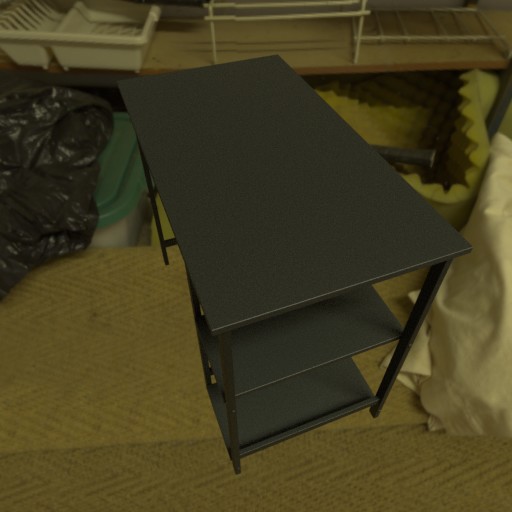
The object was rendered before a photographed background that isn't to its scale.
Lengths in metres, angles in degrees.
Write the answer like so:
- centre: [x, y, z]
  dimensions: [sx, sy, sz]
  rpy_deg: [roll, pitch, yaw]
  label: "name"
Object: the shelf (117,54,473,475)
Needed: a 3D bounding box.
- centre: [0.000, 0.000, 1.304]
  dimensions: [0.498, 0.749, 0.902]
  rpy_deg: [-16, 49, -14]
  label: "shelf"
